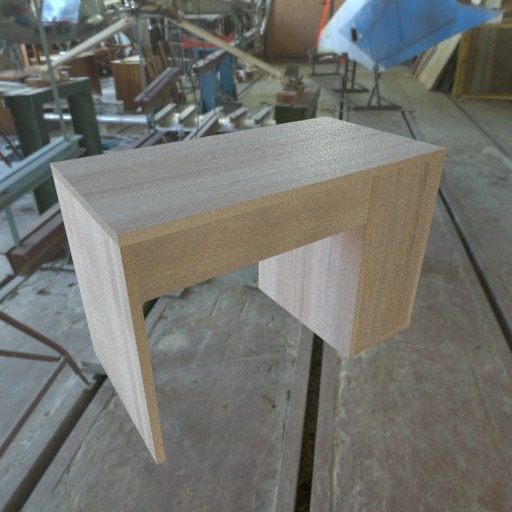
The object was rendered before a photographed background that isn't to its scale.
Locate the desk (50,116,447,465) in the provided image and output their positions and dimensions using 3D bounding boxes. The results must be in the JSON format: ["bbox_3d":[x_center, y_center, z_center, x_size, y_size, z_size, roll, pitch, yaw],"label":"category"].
[{"bbox_3d":[0.000,0.000,1.566,1.100,0.731,0.600,-19,35,-30],"label":"desk"}]
